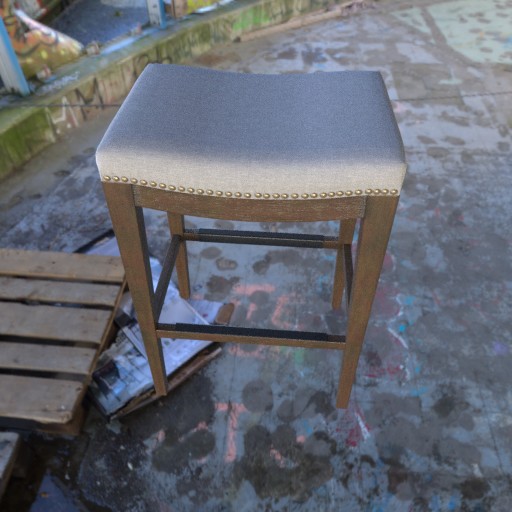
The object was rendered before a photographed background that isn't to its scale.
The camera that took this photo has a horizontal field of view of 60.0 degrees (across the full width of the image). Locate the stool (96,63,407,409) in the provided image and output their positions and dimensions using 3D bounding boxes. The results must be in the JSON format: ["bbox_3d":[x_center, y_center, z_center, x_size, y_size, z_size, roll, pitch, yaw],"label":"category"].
[{"bbox_3d":[0.000,0.000,1.032,0.508,0.762,0.356,3,46,3],"label":"stool"}]
